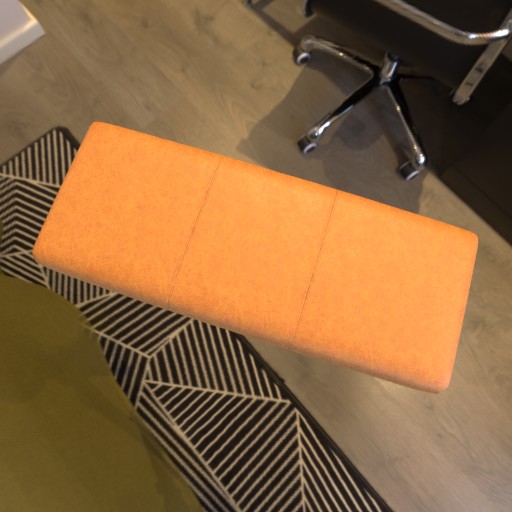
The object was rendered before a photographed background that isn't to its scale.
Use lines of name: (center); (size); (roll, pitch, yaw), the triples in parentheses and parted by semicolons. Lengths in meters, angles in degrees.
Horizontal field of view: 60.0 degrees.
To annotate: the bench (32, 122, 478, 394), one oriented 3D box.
bench: (0.000, 0.000, 1.832); (1.610, 0.399, 0.653); (17, 76, 4)
